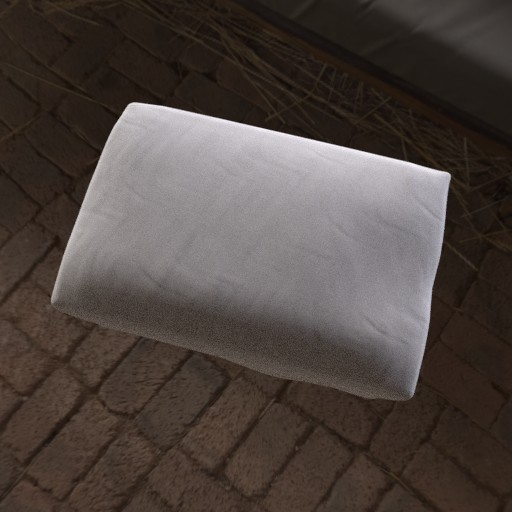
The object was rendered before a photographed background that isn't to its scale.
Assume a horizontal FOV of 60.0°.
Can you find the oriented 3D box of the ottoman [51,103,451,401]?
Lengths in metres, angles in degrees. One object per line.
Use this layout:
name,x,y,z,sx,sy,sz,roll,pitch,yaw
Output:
ottoman,0.000,0.000,1.207,0.872,0.444,0.590,14,76,4
